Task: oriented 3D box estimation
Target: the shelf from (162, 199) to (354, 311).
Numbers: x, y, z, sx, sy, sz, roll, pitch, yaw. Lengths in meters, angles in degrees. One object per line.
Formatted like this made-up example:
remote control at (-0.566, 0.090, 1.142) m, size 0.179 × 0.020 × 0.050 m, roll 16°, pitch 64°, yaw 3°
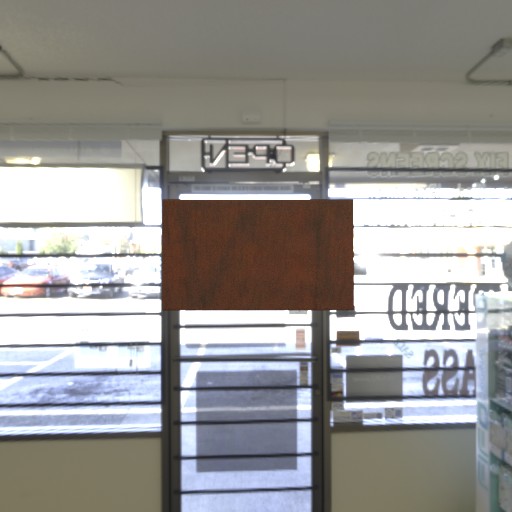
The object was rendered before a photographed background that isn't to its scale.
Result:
shelf at (0.000, 0.000, 0.654) m, size 0.152 × 0.088 × 0.607 m, roll 0°, pitch 0°, yaw 0°
